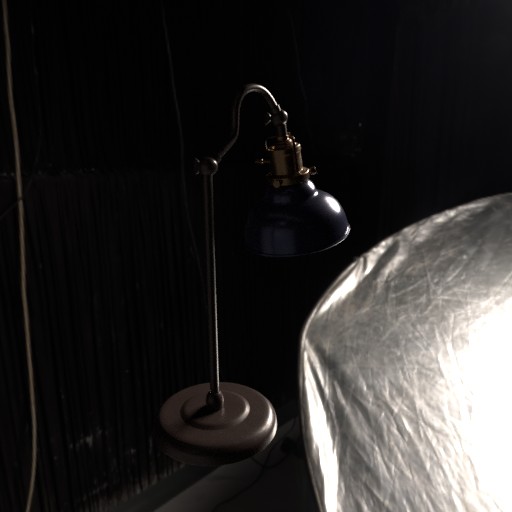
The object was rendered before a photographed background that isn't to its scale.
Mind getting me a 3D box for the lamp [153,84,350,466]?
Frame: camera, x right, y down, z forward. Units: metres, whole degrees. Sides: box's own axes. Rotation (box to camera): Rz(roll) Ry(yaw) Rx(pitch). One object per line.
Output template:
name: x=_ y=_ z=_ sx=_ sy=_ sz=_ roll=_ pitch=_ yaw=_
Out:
lamp: x=0.000 y=0.000 z=0.697 sx=0.192 sy=0.508 sz=0.374 roll=13 pitch=19 yaw=42
